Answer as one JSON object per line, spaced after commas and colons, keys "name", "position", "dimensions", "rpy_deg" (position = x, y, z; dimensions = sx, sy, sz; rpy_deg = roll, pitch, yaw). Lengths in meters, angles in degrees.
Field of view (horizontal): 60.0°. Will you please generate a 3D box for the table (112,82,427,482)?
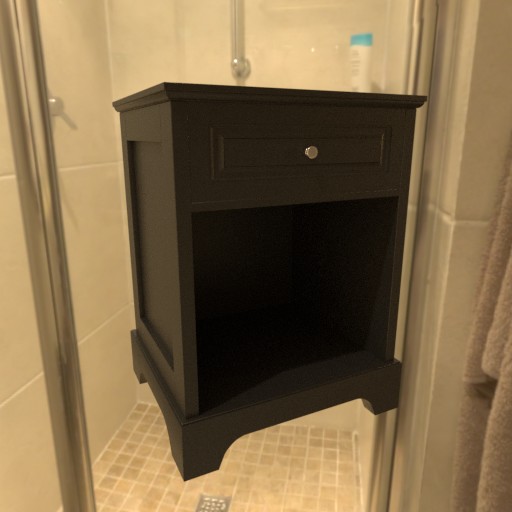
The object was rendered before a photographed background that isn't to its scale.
{"name": "table", "position": [0.000, 0.000, 0.912], "dimensions": [0.460, 0.610, 0.399], "rpy_deg": [-7, 17, -25]}
